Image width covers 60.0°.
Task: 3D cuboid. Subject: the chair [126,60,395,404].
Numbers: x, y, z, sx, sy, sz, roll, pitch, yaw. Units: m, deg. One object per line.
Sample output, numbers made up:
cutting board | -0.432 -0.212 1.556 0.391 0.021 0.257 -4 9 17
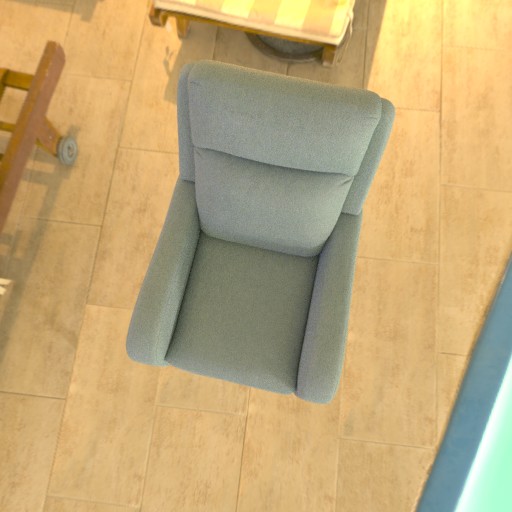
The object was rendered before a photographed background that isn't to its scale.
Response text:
chair | 0.000 0.000 1.732 0.785 1.067 0.988 12 77 3
